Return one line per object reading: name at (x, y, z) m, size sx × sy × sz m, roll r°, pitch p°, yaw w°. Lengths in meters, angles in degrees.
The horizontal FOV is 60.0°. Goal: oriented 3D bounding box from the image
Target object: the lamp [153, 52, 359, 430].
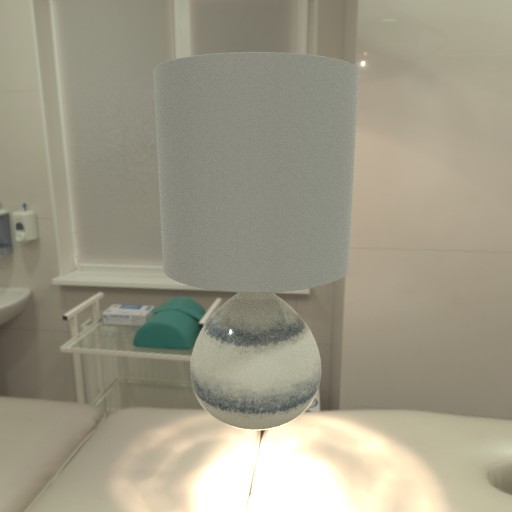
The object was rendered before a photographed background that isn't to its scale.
lamp at (0.000, 0.000, 0.524) m, size 0.216 × 0.404 × 0.216 m, roll 2°, pitch 13°, yaw 8°
